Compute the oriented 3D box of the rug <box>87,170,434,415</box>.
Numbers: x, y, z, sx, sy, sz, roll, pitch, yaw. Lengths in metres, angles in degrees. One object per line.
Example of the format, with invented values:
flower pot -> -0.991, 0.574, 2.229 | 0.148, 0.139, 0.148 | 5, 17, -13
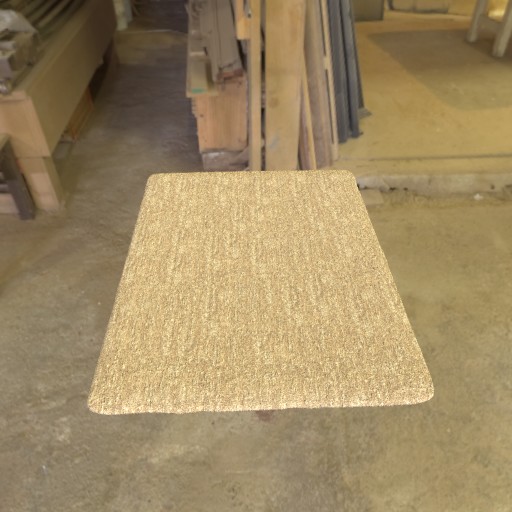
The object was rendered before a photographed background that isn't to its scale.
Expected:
rug -> 0.000, 0.000, 3.820 | 2.242, 0.050, 2.873 | -1, 41, -2
